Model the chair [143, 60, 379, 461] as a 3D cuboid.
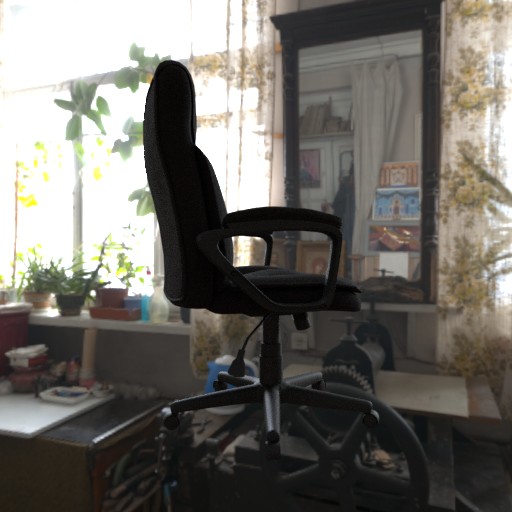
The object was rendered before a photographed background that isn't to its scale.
[{"bbox_3d":[0.000,0.000,1.506,0.724,1.105,0.667,0,1,-18],"label":"chair"}]
